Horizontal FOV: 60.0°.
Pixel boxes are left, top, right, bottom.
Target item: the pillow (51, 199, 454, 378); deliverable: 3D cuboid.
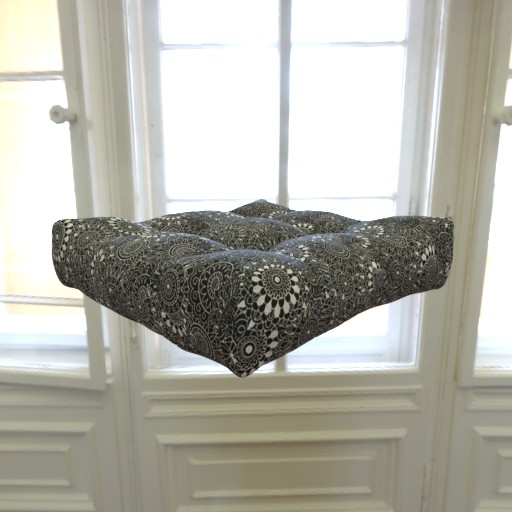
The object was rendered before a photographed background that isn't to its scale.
[{"bbox_3d":[0.000,0.000,0.719,0.490,0.128,0.468,-13,19,-43],"label":"pillow"}]
